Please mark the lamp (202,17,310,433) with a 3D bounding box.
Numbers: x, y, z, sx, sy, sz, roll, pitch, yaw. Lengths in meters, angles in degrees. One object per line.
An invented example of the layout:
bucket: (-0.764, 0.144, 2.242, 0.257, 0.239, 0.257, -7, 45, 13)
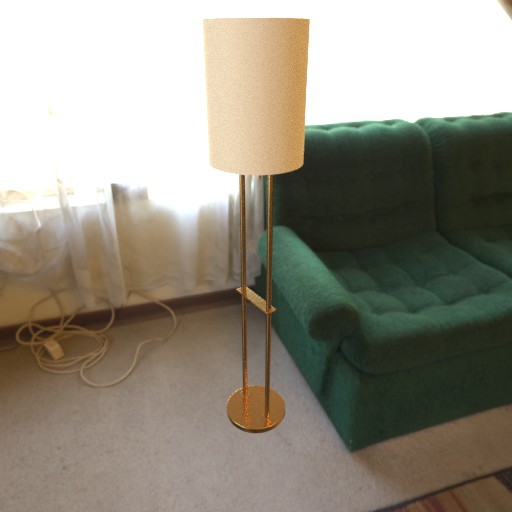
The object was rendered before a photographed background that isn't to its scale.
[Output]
lamp: (0.000, 0.000, 1.590, 0.305, 1.500, 0.306, -17, 31, -30)
